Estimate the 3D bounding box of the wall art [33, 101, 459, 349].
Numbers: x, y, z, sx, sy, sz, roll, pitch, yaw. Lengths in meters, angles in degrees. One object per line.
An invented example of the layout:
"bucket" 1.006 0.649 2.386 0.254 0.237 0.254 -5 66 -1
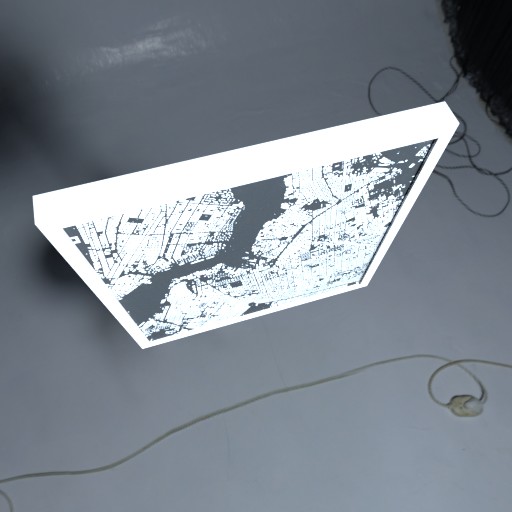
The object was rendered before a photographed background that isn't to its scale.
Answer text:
"wall art" 0.000 0.000 0.742 0.506 0.506 0.038 -15 64 -7
